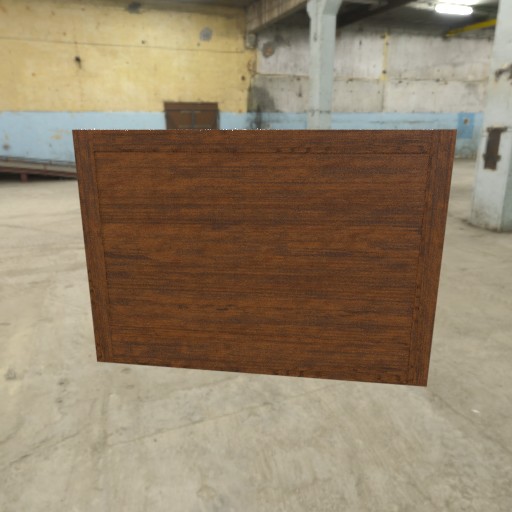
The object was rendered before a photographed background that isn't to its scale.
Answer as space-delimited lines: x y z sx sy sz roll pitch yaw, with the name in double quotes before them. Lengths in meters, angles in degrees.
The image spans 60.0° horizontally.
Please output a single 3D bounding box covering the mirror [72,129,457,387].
"mirror" 0.000 0.000 0.977 0.758 0.537 0.084 2 16 8
